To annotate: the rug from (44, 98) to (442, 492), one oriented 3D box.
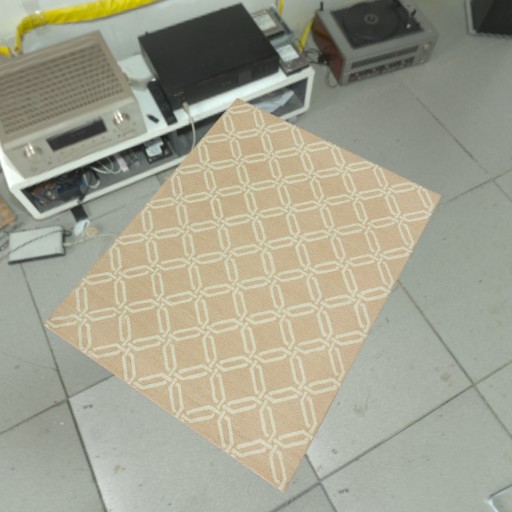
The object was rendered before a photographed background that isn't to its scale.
[{"bbox_3d":[0.000,0.000,3.881,2.288,0.018,2.895,30,68,13],"label":"rug"}]
